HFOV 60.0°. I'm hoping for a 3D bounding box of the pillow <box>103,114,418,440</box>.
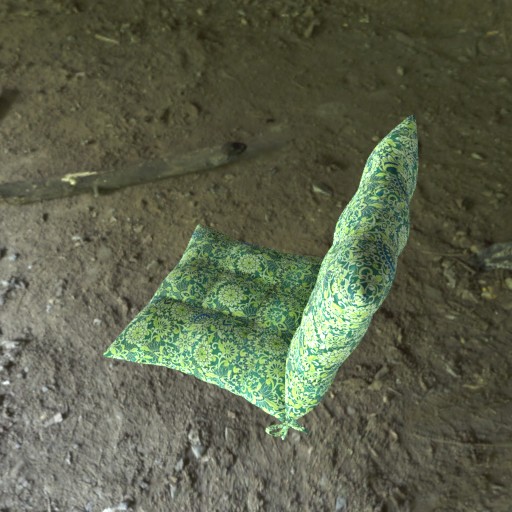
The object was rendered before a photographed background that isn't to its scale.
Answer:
[{"bbox_3d":[0.000,0.000,0.986,0.585,0.536,0.541,16,49,15],"label":"pillow"}]
